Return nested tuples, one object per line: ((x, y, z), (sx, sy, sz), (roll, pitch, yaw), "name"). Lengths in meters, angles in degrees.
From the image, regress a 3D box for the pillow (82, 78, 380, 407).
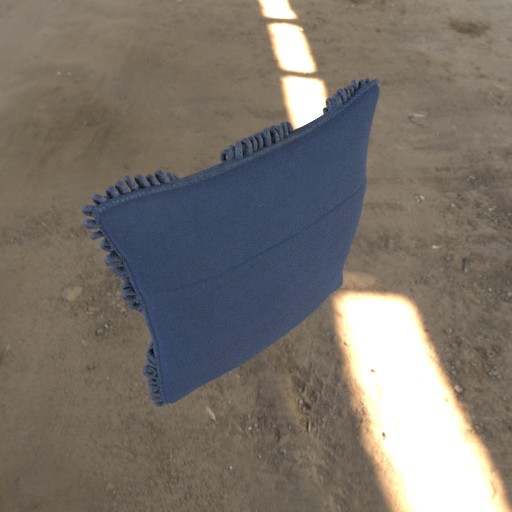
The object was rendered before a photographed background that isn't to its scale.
((0.000, 0.000, 0.718), (0.469, 0.466, 0.172), (-31, 54, -26), "pillow")
